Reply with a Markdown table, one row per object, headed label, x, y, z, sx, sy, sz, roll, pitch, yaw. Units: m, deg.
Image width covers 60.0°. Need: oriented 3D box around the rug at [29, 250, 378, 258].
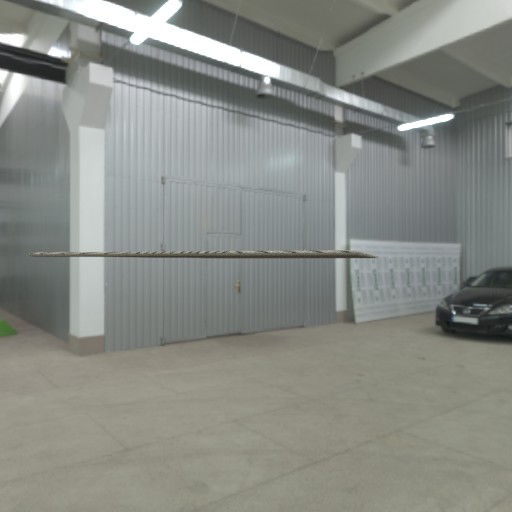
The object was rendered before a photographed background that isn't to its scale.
| label | x | y | z | sx | sy | sz | roll | pitch | yaw |
| --- | --- | --- | --- | --- | --- | --- | --- | --- | --- |
| rug | 0.000 | 0.000 | 3.024 | 1.539 | 0.023 | 2.406 | 0 | -1 | 17 |
